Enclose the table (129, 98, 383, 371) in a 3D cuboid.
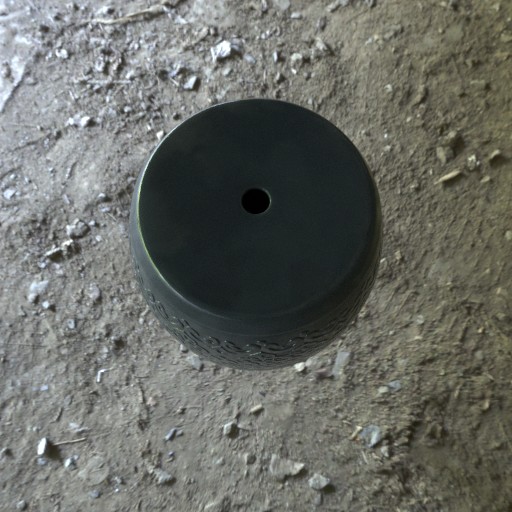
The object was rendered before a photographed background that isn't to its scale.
[{"bbox_3d":[0.000,0.000,0.614,0.309,0.397,0.309,0,74,0],"label":"table"}]
